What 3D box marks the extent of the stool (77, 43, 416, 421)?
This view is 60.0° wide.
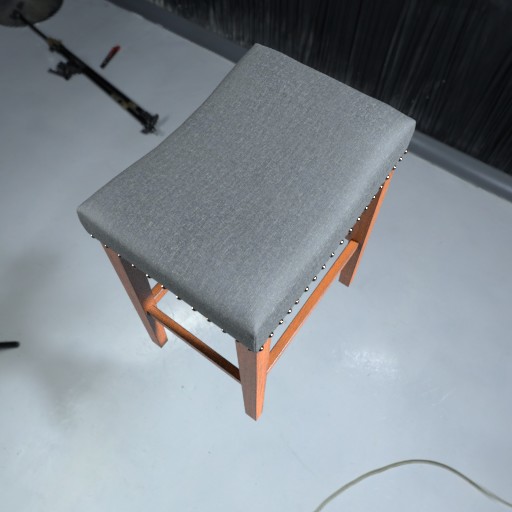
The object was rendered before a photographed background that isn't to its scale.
[{"bbox_3d":[0.000,0.000,0.873,0.320,0.612,0.439,33,67,16],"label":"stool"}]
